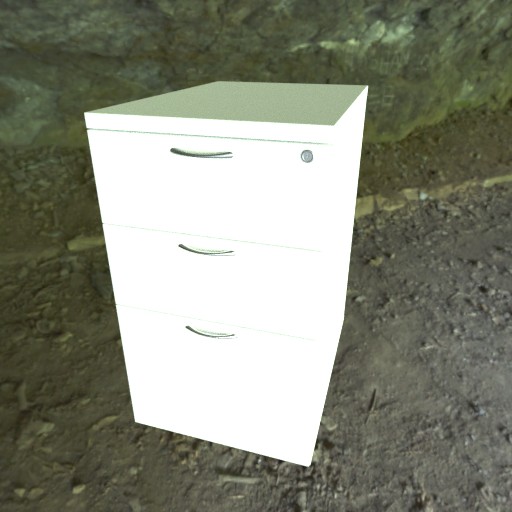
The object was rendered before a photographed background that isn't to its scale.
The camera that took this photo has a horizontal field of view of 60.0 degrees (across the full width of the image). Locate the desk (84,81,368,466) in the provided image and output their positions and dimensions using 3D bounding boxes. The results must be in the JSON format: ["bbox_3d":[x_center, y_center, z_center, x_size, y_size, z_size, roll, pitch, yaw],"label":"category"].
[{"bbox_3d":[0.000,0.000,1.071,0.404,0.730,0.600,8,27,15],"label":"desk"}]
